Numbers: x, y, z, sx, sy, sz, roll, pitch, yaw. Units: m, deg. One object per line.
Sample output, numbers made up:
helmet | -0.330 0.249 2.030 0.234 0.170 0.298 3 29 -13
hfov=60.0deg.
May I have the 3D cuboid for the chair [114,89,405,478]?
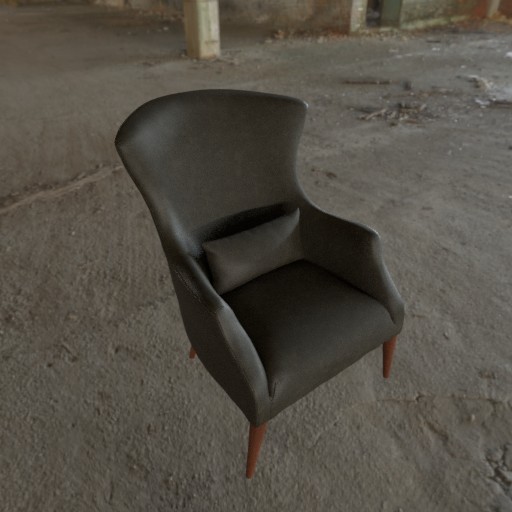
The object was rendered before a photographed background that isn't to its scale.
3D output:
chair | 0.000 0.000 1.728 0.819 1.068 0.954 -23 39 -31
